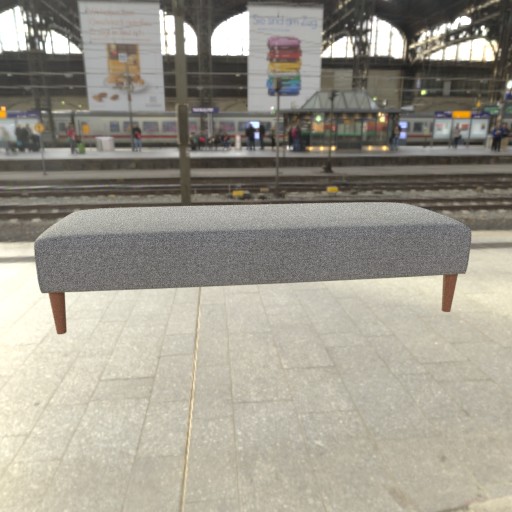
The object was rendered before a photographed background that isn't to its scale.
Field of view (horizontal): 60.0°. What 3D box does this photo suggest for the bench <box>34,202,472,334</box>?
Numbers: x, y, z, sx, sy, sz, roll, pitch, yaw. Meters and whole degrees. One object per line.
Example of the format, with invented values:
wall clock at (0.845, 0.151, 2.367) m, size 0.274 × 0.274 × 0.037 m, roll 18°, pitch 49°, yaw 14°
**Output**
bench at (0.000, 0.000, 1.906) m, size 1.598 × 0.384 × 0.631 m, roll -2°, pitch 16°, yaw -8°
